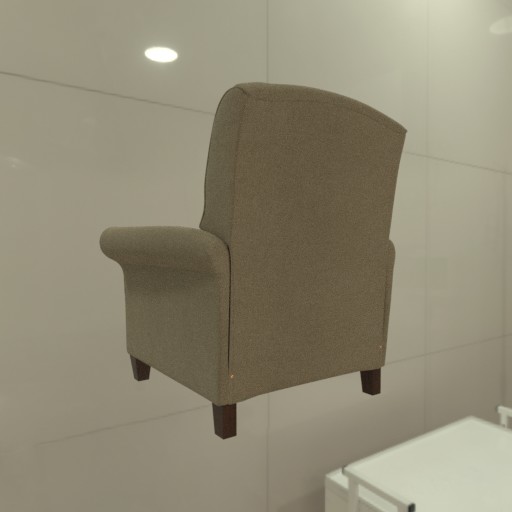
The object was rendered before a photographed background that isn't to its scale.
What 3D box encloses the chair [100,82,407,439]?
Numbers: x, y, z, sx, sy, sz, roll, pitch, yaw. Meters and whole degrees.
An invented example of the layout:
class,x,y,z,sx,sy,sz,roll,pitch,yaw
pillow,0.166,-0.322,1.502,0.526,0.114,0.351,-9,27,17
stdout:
class,x,y,z,sx,sy,sz,roll,pitch,yaw
chair,0.000,0.000,1.767,0.978,1.061,0.905,-1,1,-36
